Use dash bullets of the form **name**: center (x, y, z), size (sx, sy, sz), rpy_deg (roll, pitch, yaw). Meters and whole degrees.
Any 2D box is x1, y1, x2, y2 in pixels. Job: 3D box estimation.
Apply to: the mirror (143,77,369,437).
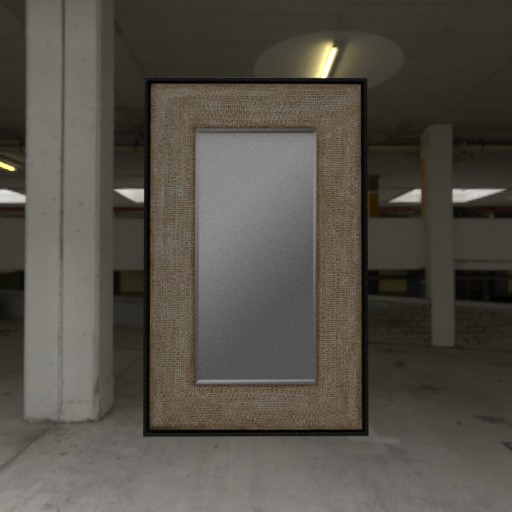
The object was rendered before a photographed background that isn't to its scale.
- **mirror**: center (0.000, 0.000, 1.524), size (0.762, 1.219, 0.038), rpy_deg (0, -1, 0)
